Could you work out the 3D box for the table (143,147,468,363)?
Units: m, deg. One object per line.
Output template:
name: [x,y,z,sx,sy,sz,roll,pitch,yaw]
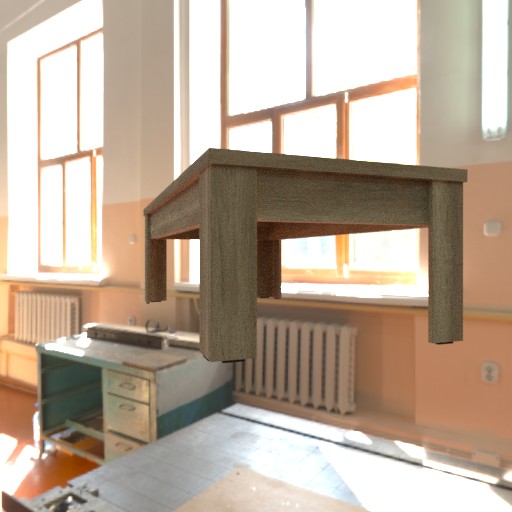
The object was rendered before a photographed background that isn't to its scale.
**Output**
table: [0.000,0.000,1.686,0.700,0.460,1.350,0,0,-20]
